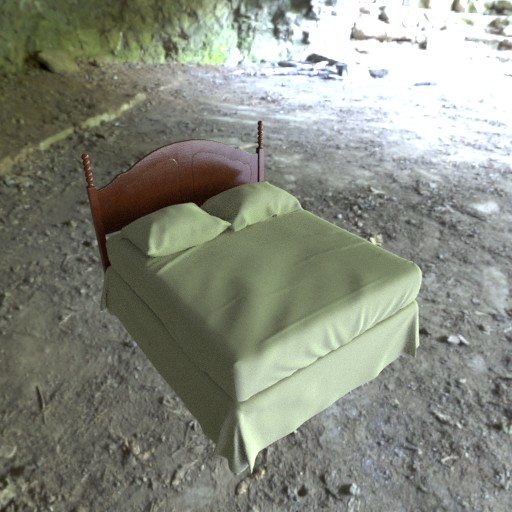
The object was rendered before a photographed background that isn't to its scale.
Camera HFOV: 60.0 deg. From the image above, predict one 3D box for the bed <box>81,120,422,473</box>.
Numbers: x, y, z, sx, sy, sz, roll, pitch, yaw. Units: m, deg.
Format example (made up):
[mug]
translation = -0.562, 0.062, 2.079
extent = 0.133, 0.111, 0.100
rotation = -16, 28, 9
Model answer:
[bed]
translation = 0.000, 0.000, 3.273
extent = 1.873, 1.356, 2.040
rotation = -21, 37, -31
